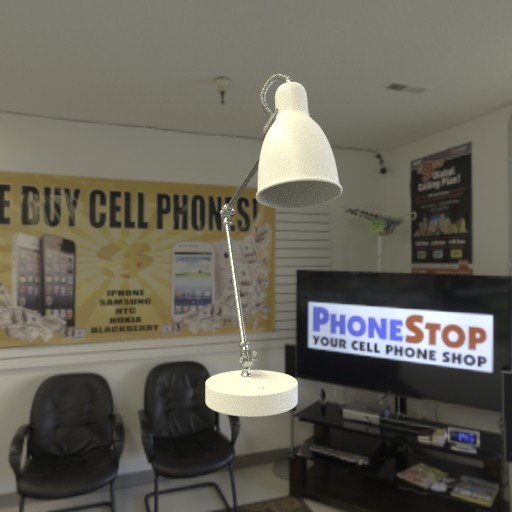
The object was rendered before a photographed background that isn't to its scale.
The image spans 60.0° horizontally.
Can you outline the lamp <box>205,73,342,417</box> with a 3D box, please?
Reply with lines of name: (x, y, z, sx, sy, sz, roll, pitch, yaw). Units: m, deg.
lamp: (0.000, 0.000, 0.874, 0.187, 0.587, 0.561, 0, -1, -17)
